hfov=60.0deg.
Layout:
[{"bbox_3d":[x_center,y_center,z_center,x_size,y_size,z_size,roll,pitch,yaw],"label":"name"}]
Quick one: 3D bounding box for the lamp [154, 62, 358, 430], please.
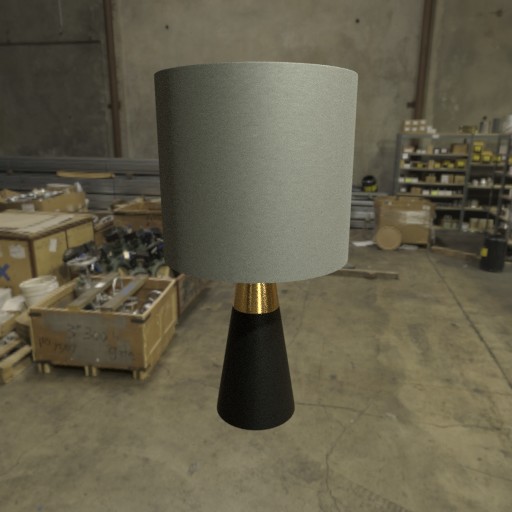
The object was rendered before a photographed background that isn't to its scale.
[{"bbox_3d":[0.000,0.000,0.758,0.308,0.580,0.308,3,15,11],"label":"lamp"}]
